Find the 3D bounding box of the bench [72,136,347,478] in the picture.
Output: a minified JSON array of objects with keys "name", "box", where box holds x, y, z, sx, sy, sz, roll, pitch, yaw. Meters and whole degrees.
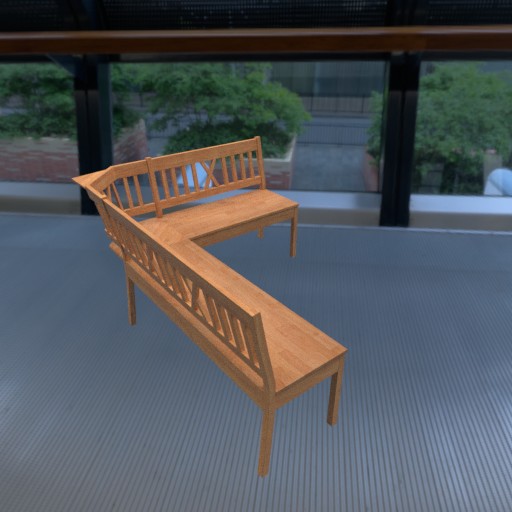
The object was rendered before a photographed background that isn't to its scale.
[{"name":"bench","box":[0.000,0.000,2.786,1.537,0.902,1.937,-20,35,-33]}]
